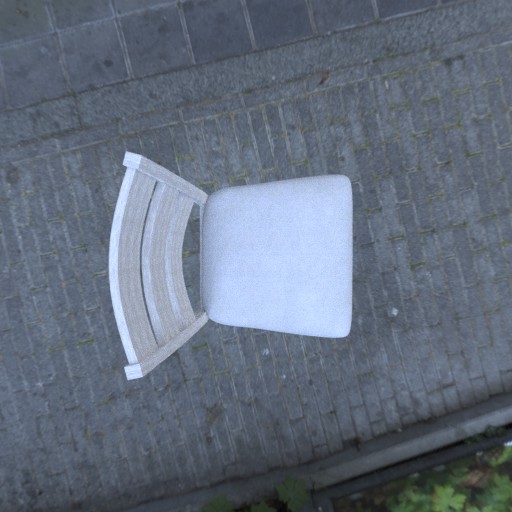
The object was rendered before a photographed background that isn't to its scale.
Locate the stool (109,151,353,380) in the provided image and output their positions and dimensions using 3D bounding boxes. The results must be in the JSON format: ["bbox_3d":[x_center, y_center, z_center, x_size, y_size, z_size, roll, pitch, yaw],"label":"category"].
[{"bbox_3d":[0.000,0.000,1.368,0.569,1.032,0.484,0,91,1],"label":"stool"}]
